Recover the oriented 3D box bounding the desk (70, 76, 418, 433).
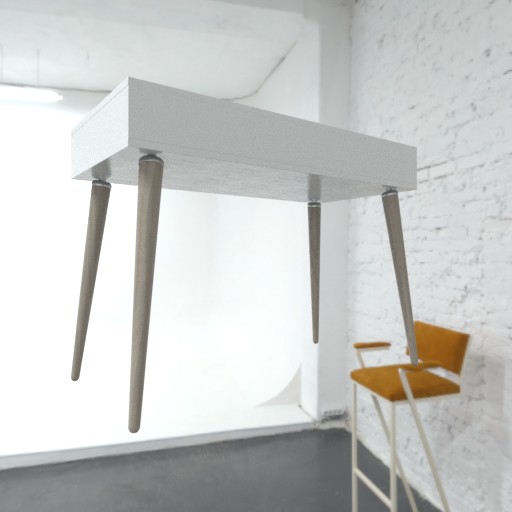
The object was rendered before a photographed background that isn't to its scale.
[{"bbox_3d":[0.000,0.000,1.372,0.979,0.723,0.491,0,0,-36],"label":"desk"}]
